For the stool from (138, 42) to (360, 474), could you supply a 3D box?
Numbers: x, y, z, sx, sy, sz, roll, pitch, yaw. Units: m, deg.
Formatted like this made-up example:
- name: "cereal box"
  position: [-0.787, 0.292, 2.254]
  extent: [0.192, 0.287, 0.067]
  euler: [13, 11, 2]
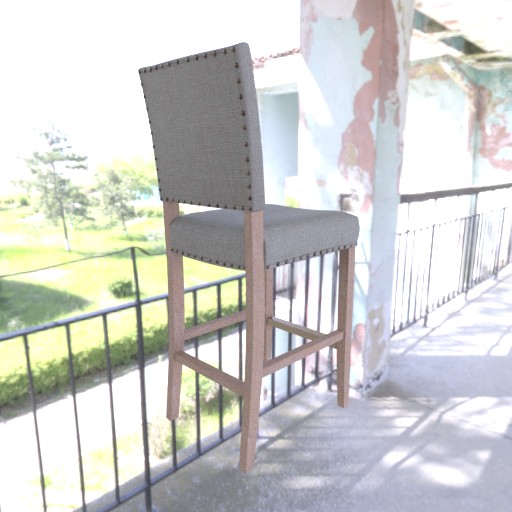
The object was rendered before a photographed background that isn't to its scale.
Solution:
- name: "stool"
  position: [0.000, 0.000, 1.483]
  extent: [0.445, 1.173, 0.585]
  euler: [12, 18, 43]
